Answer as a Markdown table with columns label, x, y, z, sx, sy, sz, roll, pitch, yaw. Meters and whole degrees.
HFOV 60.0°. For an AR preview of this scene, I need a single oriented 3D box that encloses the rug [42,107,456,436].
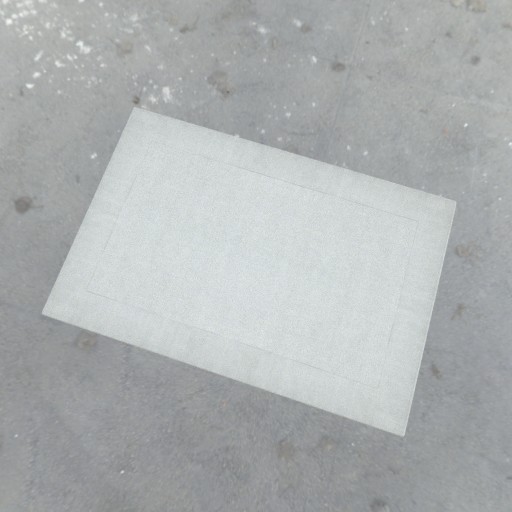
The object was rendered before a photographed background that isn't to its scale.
| label | x | y | z | sx | sy | sz | roll | pitch | yaw |
| --- | --- | --- | --- | --- | --- | --- | --- | --- | --- |
| rug | 0.000 | 0.000 | 2.260 | 1.829 | 0.013 | 1.219 | 17 | 76 | 5 |
